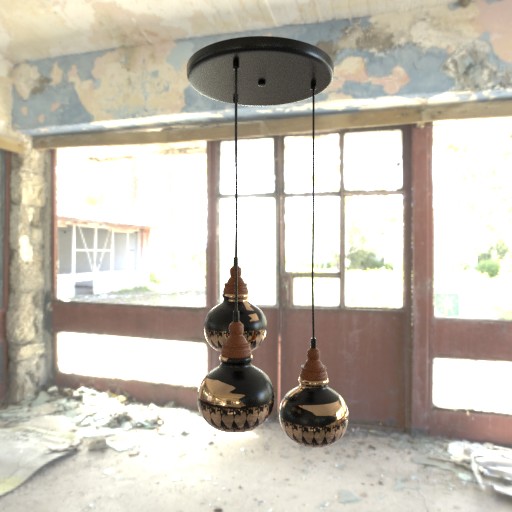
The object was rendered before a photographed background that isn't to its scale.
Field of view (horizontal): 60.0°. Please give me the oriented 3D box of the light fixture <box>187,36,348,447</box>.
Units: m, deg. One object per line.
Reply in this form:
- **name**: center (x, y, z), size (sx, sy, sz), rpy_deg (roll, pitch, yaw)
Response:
- **light fixture**: center (0.000, 0.000, 1.719), size (0.608, 1.410, 0.605), rpy_deg (0, 0, -37)
